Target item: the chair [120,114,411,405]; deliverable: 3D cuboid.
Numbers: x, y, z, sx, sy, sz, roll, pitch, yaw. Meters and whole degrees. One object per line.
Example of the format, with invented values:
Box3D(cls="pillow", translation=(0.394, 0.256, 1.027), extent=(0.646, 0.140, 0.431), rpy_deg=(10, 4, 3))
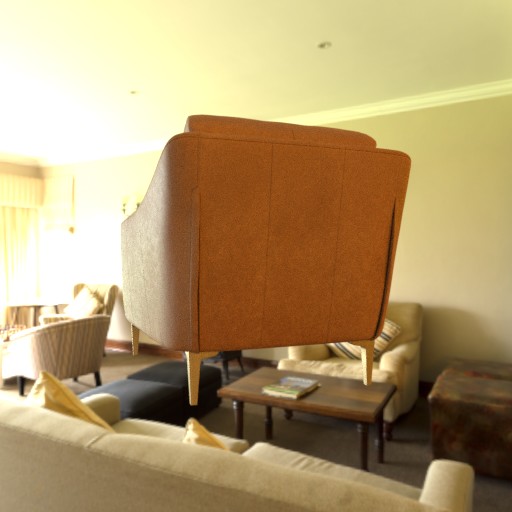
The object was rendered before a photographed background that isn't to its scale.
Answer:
Box3D(cls="chair", translation=(0.000, 0.000, 1.736), extent=(0.988, 0.895, 0.963), rpy_deg=(0, 1, -19))
